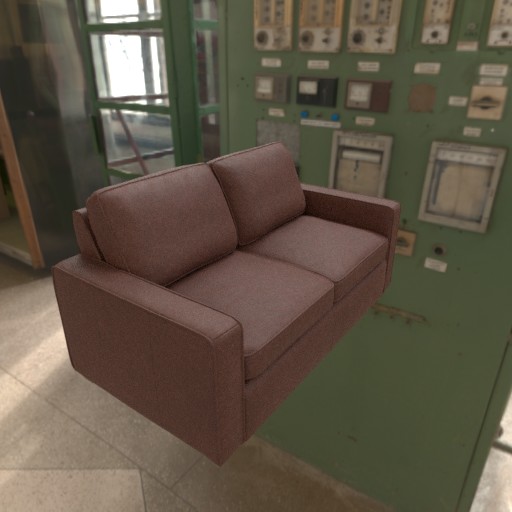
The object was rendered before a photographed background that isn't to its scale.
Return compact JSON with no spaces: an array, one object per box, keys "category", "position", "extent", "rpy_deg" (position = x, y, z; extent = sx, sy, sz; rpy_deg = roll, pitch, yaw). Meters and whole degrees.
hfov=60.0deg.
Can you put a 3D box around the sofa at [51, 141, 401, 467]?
[{"category":"sofa","position":[0.000,0.000,2.290],"extent":[0.947,0.918,1.709],"rpy_deg":[17,30,32]}]
